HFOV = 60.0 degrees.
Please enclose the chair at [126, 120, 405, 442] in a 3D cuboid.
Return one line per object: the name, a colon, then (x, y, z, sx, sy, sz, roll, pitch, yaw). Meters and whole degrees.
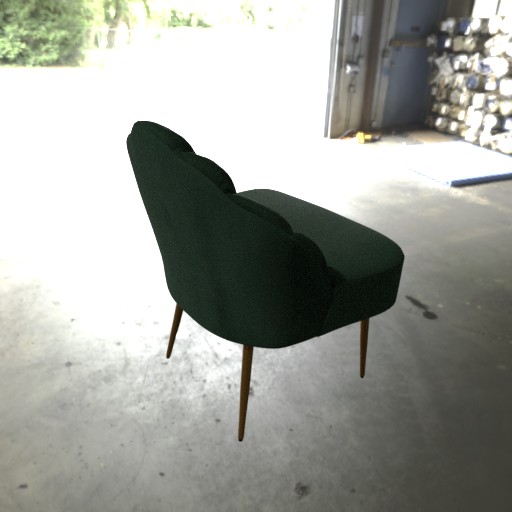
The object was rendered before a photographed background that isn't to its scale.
chair: (0.000, 0.000, 1.270, 0.599, 0.819, 0.657, -20, 34, -32)
